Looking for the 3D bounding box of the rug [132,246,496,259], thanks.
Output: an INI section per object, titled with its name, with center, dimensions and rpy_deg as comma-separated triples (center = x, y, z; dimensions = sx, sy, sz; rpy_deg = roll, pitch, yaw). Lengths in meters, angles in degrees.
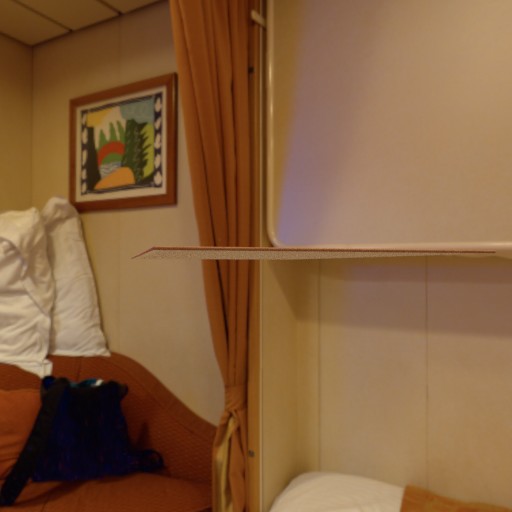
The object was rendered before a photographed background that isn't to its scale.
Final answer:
[rug]
center = 0.000, 0.000, 2.949
dimensions = 1.524, 0.014, 2.438
rpy_deg = 0, -1, -17
